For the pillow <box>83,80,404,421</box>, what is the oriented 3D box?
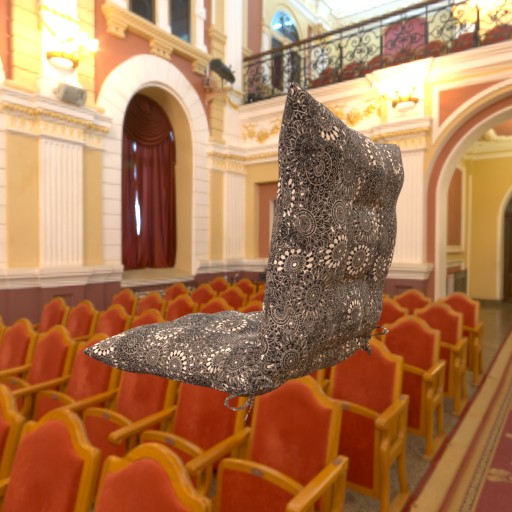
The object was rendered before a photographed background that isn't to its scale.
[{"bbox_3d":[0.000,0.000,1.011,0.585,0.536,0.541,1,1,36],"label":"pillow"}]
